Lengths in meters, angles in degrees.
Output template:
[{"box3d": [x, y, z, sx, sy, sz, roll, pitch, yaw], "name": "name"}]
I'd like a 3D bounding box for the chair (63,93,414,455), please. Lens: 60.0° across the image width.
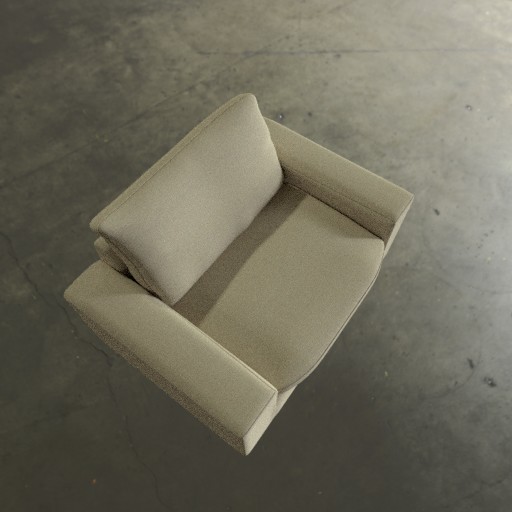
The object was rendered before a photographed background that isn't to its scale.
[{"box3d": [0.000, 0.000, 2.106, 1.039, 0.915, 1.398, 33, 65, 18], "name": "chair"}]
